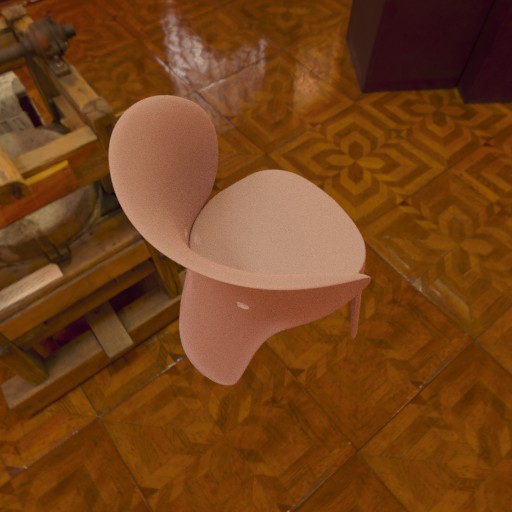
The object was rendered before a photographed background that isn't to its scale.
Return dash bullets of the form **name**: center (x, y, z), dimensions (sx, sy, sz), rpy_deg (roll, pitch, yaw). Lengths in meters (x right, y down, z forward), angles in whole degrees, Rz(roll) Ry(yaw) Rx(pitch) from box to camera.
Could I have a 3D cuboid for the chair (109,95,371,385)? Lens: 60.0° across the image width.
- **chair**: center (0.000, 0.000, 0.867), dimensions (0.402, 0.554, 0.451), rpy_deg (-32, 63, -18)
